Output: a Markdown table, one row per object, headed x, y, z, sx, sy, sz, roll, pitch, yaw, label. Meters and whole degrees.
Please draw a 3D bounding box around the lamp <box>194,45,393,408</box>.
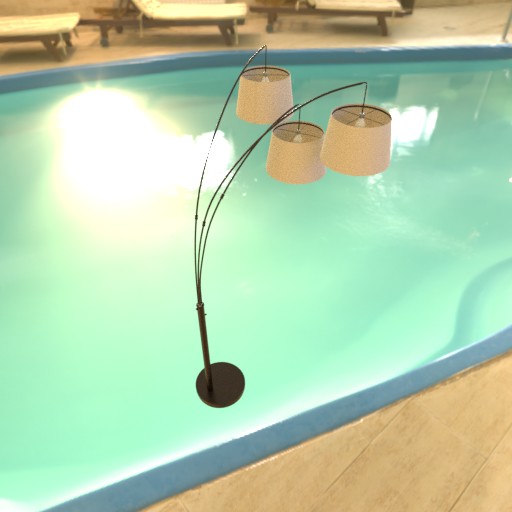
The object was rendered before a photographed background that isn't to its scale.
| x | y | z | sx | sy | sz | roll | pitch | yaw | label |
| --- | --- | --- | --- | --- | --- | --- | --- | --- | --- |
| 0.000 | 0.000 | 2.447 | 0.924 | 1.950 | 0.951 | -25 | 47 | -27 | lamp |
